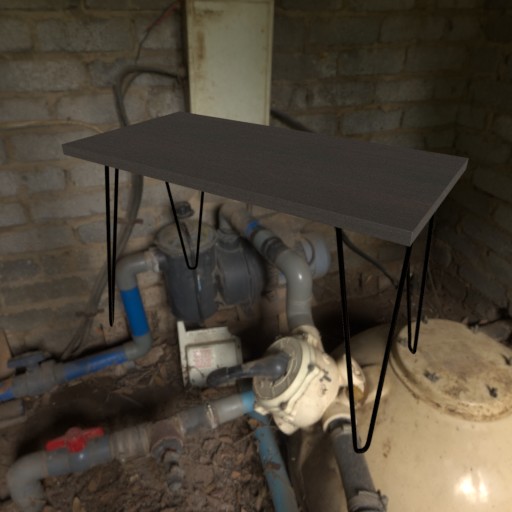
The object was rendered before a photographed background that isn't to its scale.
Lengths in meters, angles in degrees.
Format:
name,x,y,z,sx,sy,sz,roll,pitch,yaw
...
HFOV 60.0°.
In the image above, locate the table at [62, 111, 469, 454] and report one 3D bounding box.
name,x,y,z,sx,sy,sz,roll,pitch,yaw
table,0.000,0.000,1.369,0.991,0.660,0.499,18,35,28
